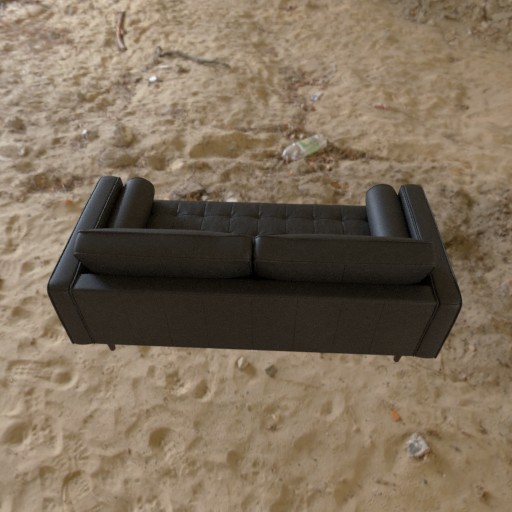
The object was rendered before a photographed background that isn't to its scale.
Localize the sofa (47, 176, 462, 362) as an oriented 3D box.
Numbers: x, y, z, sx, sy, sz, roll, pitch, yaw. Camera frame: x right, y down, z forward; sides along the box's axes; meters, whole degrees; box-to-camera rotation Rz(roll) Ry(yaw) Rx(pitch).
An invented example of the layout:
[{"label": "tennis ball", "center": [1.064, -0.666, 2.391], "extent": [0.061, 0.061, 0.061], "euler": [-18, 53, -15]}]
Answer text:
[{"label": "sofa", "center": [0.000, 0.000, 2.390], "extent": [1.879, 0.770, 0.921], "euler": [2, 45, 2]}]
